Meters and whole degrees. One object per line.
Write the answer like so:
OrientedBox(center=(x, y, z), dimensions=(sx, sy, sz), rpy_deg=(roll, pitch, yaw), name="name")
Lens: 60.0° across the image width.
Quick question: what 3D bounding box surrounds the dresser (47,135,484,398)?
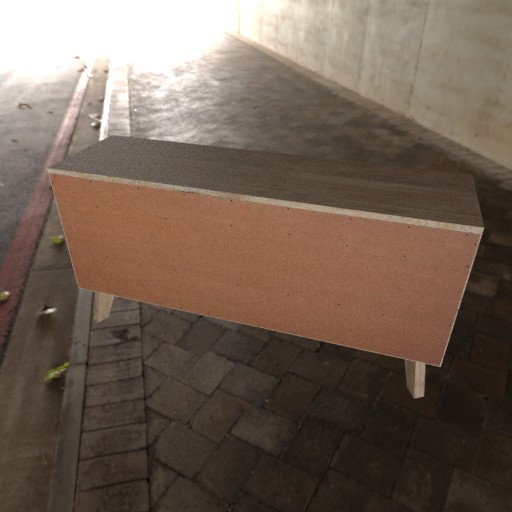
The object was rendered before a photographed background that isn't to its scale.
OrientedBox(center=(0.000, 0.000, 1.946), dimensions=(1.602, 0.788, 0.455), rpy_deg=(10, 34, 15), name="dresser")
